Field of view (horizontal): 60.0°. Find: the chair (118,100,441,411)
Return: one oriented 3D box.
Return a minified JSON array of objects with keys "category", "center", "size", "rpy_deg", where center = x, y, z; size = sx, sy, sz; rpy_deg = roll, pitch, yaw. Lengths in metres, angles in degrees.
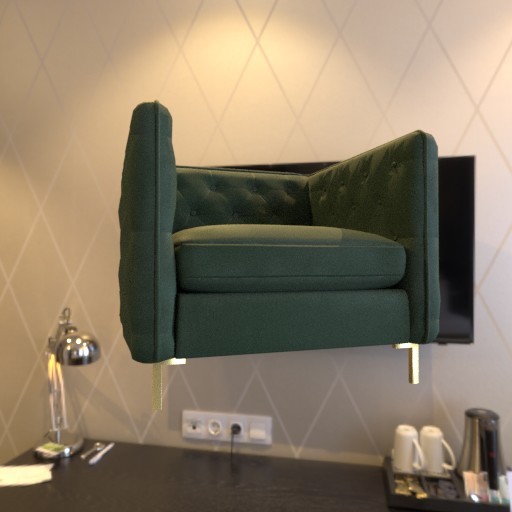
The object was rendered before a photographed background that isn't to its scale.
[{"category":"chair","center":[0.000,0.000,1.560],"size":[0.917,0.768,0.855],"rpy_deg":[0,-1,-18]}]
